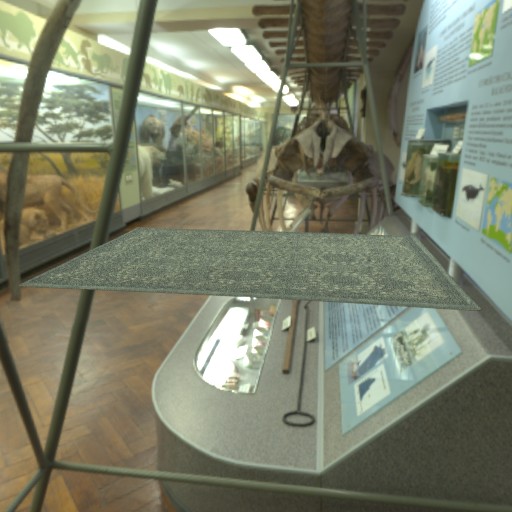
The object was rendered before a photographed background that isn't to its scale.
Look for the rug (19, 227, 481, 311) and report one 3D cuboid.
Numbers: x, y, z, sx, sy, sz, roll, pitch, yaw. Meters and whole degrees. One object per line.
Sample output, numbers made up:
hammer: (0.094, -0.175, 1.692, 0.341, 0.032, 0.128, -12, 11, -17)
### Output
rug: (0.000, 0.000, 2.304, 1.830, 0.016, 1.224, 2, 15, 8)
